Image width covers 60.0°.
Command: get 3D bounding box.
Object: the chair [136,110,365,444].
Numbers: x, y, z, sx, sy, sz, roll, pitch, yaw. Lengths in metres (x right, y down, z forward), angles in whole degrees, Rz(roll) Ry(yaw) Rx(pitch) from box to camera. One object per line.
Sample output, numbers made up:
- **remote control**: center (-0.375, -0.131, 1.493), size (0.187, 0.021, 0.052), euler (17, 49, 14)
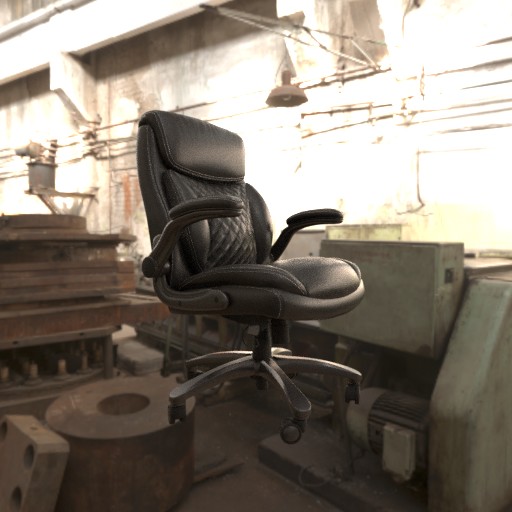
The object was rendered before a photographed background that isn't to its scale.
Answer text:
- **chair**: center (0.000, 0.000, 1.682), size (0.724, 1.110, 0.782), euler (2, 3, 36)
